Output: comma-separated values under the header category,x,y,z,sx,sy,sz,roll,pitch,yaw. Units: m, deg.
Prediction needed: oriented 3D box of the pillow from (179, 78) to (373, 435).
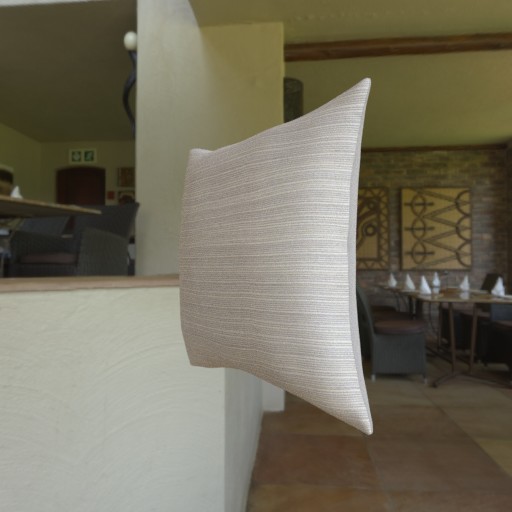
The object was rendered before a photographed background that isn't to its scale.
category,x,y,z,sx,sy,sz,roll,pitch,yaw
pillow,0.000,0.000,0.811,0.204,0.497,0.512,1,-1,-37
